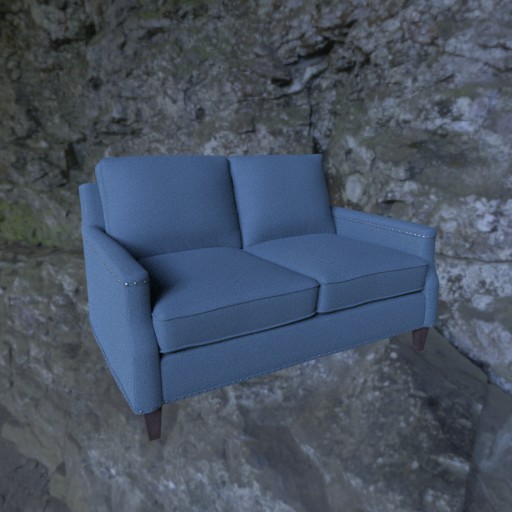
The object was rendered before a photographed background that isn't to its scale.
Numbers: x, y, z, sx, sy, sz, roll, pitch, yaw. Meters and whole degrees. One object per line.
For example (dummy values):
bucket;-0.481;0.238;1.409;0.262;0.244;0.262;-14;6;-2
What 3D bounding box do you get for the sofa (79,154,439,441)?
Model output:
sofa;0.000;0.000;2.284;1.597;1.003;1.084;-8;17;-29
